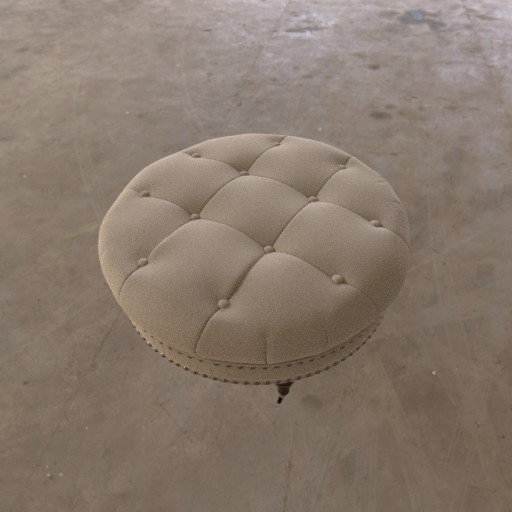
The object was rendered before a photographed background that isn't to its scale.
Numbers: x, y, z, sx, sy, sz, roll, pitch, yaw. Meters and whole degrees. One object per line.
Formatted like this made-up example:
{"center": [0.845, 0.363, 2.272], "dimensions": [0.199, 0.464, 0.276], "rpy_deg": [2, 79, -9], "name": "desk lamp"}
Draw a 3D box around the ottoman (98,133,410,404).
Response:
{"center": [0.000, 0.000, 1.397], "dimensions": [0.901, 0.439, 0.901], "rpy_deg": [0, 45, 0], "name": "ottoman"}
